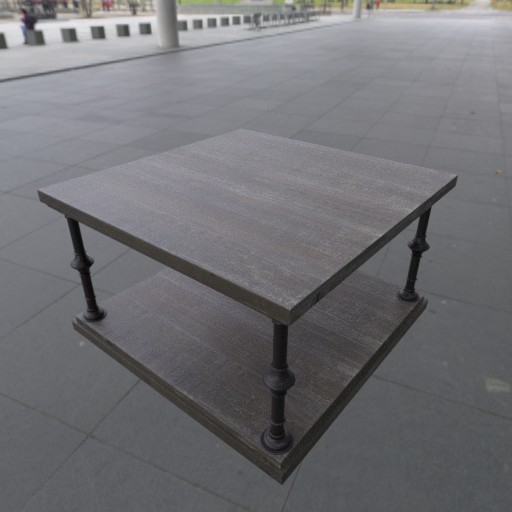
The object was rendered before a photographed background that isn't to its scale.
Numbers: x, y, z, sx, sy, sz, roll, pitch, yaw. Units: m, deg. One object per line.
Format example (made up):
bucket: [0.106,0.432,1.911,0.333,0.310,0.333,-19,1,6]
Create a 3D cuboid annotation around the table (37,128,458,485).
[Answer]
table: [0.000,0.000,1.133,0.696,0.400,0.696,22,37,33]
